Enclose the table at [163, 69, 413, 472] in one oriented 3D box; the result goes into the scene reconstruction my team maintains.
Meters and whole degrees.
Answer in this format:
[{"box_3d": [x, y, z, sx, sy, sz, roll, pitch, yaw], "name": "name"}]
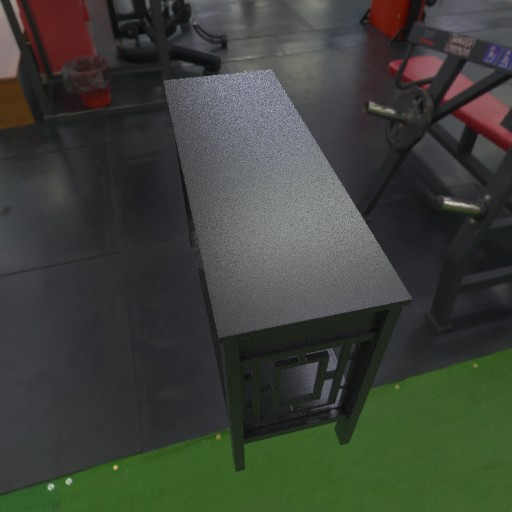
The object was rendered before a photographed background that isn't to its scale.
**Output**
[{"box_3d": [0.000, 0.000, 1.467, 0.397, 0.753, 1.068, -10, 47, -9], "name": "table"}]
